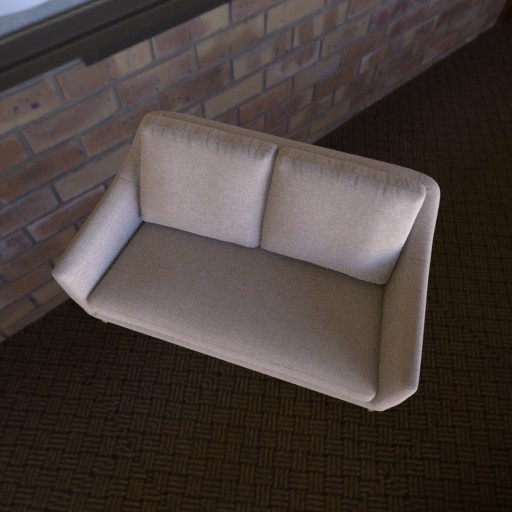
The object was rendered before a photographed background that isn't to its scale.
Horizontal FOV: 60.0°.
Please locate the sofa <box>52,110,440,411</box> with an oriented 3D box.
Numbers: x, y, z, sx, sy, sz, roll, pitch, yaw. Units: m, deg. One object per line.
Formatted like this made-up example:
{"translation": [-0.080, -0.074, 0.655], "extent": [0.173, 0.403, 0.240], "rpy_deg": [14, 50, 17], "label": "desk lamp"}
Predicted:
{"translation": [0.000, 0.000, 2.178], "extent": [1.619, 0.904, 0.960], "rpy_deg": [16, 61, 9], "label": "sofa"}
